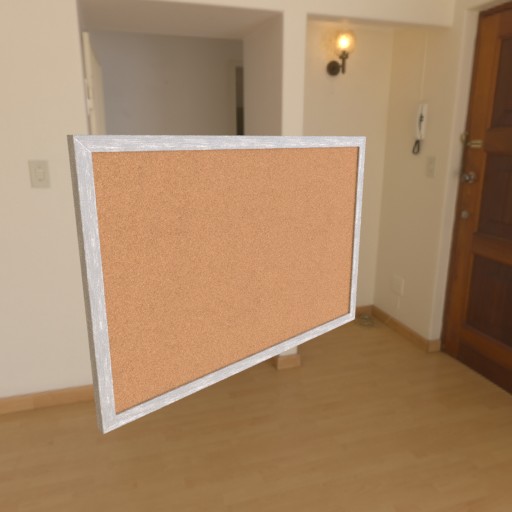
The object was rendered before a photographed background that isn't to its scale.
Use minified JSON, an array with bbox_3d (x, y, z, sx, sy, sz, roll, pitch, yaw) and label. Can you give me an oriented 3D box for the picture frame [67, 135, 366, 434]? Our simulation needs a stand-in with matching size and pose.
[{"bbox_3d":[0.000,0.000,1.223,0.950,0.640,0.029,-13,20,-41],"label":"picture frame"}]
